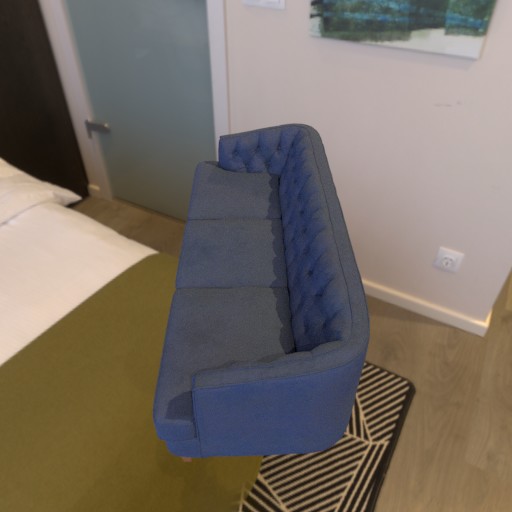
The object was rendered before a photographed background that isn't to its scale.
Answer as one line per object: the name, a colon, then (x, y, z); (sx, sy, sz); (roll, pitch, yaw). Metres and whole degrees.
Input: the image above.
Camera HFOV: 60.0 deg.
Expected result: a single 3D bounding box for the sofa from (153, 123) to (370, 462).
sofa: (0.000, 0.000, 2.741); (0.941, 0.855, 2.278); (-1, 40, -1)
